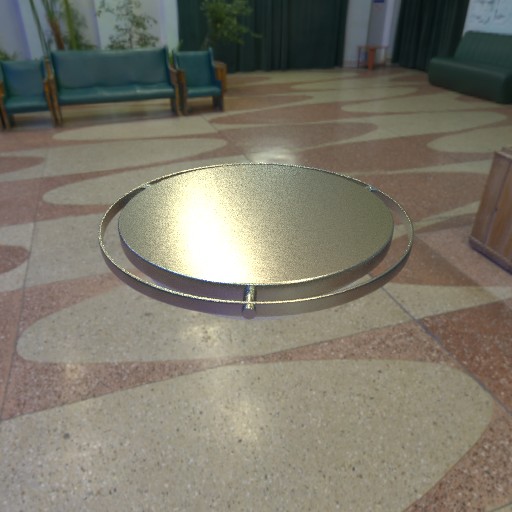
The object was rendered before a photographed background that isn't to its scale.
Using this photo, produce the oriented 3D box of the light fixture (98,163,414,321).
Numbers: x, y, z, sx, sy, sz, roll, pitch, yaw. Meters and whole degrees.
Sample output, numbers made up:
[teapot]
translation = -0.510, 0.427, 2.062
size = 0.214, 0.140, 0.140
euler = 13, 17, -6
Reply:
[light fixture]
translation = 0.000, 0.000, 0.559
size = 0.361, 0.130, 0.361
euler = 0, 31, 0
